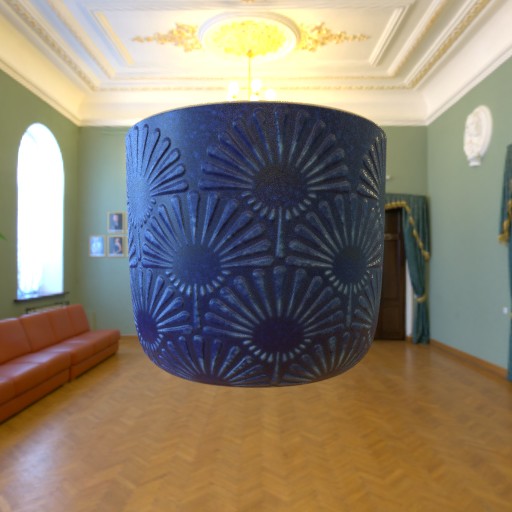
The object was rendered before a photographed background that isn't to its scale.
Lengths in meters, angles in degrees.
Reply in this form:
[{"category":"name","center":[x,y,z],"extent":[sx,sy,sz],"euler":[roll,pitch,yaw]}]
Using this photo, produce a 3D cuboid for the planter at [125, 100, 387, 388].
[{"category":"planter","center":[0.000,0.000,0.218],"extent":[0.124,0.109,0.124],"euler":[0,-1,0]}]
